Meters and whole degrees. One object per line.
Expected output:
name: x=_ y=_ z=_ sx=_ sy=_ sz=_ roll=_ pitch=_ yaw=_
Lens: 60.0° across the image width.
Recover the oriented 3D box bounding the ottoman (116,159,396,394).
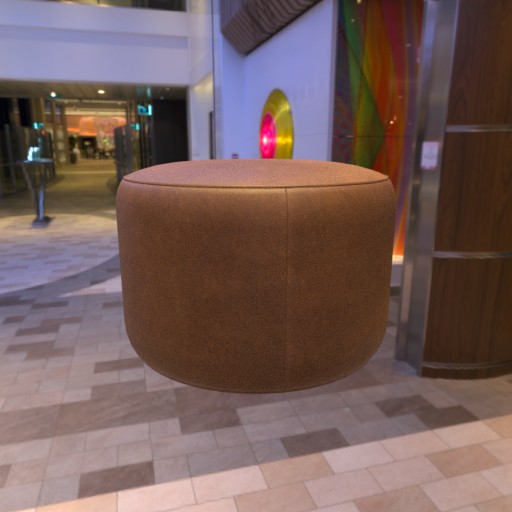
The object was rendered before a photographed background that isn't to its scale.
ottoman: x=0.000 y=0.000 z=1.033 sx=0.607 sy=0.438 sz=0.607 roll=0 pitch=14 yaw=0
